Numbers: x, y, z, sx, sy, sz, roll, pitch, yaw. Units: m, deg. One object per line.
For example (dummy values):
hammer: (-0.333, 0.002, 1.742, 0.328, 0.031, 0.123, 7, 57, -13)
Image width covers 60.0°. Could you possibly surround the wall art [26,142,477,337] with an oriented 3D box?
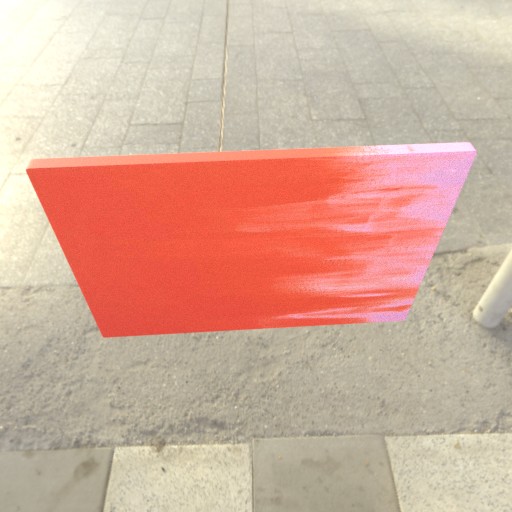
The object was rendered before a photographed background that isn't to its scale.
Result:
wall art: (0.000, 0.000, 1.126, 0.913, 0.609, 0.040, -3, 47, -3)
